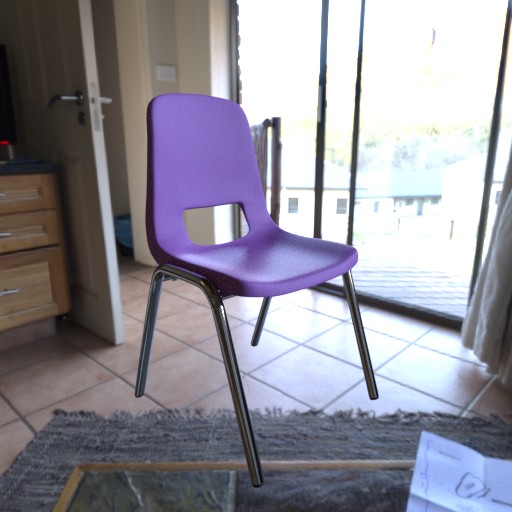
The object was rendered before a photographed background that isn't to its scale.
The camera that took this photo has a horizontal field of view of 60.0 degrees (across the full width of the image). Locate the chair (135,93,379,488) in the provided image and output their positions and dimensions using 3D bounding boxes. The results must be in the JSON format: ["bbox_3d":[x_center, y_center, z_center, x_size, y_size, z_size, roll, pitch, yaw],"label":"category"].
[{"bbox_3d":[0.000,0.000,0.687,0.291,0.493,0.301,-14,20,-43],"label":"chair"}]
